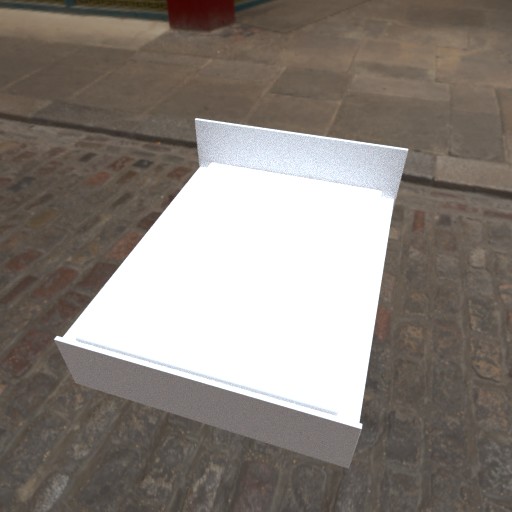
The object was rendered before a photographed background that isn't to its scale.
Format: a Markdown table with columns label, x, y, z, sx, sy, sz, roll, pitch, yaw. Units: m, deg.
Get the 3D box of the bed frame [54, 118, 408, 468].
| label | x | y | z | sx | sy | sz | roll | pitch | yaw |
| --- | --- | --- | --- | --- | --- | --- | --- | --- | --- |
| bed frame | 0.000 | 0.000 | 2.875 | 1.622 | 0.800 | 1.960 | 12 | 43 | 13 |
